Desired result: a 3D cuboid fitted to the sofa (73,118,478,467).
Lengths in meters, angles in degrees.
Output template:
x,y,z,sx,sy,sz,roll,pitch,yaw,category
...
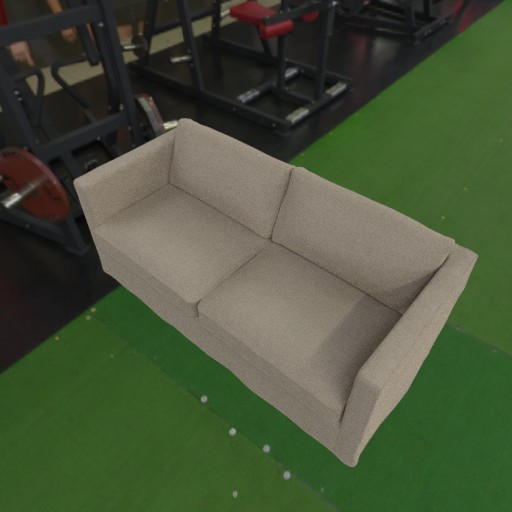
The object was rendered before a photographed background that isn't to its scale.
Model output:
x,y,z,sx,sy,sz,roll,pitch,yaw,category
0.000,0.000,2.469,1.987,0.847,0.956,32,53,27,sofa
